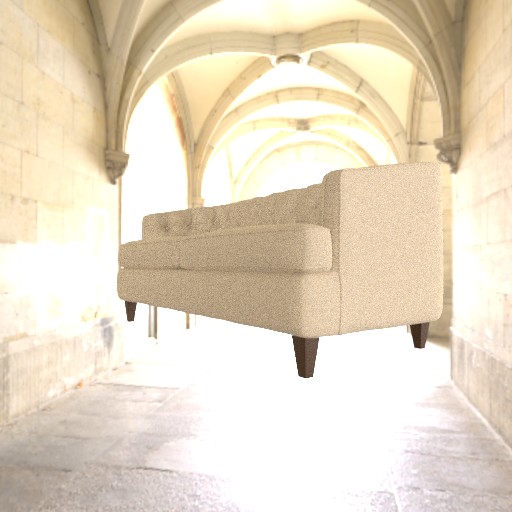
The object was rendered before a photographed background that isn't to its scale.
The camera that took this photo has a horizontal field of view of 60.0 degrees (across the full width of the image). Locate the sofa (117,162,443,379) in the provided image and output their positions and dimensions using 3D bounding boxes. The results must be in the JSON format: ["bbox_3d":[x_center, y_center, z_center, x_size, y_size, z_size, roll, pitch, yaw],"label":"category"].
[{"bbox_3d":[0.000,0.000,2.263,0.941,0.855,1.733,1,-1,-35],"label":"sofa"}]
